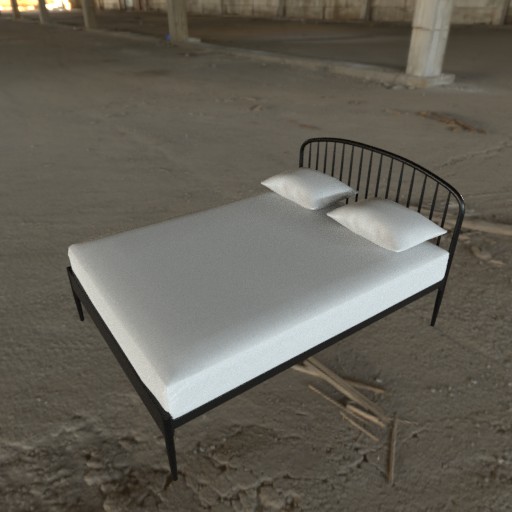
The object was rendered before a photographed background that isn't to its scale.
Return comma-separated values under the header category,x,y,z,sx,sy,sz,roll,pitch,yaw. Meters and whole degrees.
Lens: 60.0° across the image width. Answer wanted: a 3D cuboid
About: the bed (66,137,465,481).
category,x,y,z,sx,sy,sz,roll,pitch,yaw
bed,0.000,0.000,3.047,2.159,1.166,1.618,-20,36,-30
